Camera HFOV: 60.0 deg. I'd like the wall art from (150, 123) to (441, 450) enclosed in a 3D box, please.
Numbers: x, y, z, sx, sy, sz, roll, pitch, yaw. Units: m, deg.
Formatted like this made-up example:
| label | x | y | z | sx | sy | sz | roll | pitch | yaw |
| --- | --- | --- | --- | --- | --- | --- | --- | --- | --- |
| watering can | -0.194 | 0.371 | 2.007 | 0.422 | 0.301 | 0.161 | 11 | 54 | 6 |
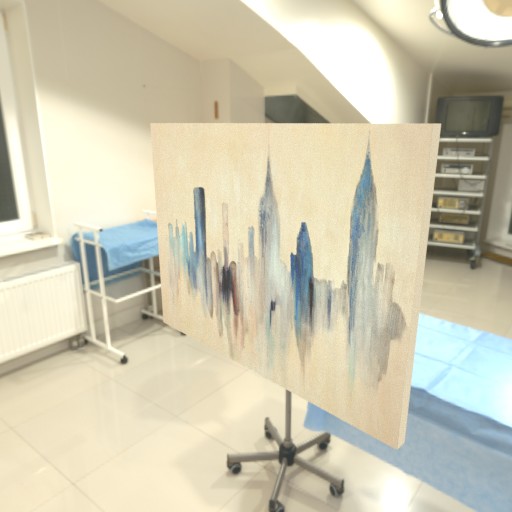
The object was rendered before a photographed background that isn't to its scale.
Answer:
| label | x | y | z | sx | sy | sz | roll | pitch | yaw |
| --- | --- | --- | --- | --- | --- | --- | --- | --- | --- |
| wall art | 0.000 | 0.000 | 1.329 | 0.038 | 0.762 | 1.016 | -16 | 23 | -42 |
